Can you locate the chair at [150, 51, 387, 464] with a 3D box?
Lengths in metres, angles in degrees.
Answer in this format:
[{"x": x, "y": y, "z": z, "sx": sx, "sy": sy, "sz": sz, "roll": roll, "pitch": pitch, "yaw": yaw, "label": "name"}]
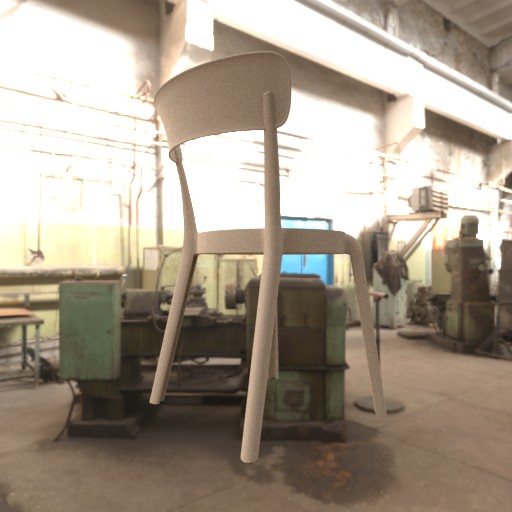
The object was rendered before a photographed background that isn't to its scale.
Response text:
[{"x": 0.000, "y": 0.000, "z": 1.132, "sx": 0.491, "sy": 0.790, "sz": 0.506, "roll": 0, "pitch": 0, "yaw": -37, "label": "chair"}]
